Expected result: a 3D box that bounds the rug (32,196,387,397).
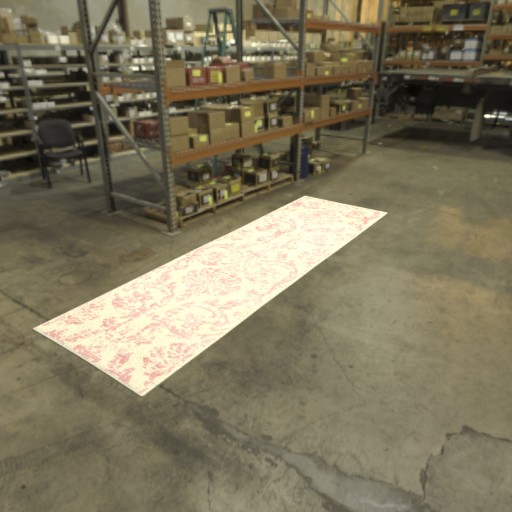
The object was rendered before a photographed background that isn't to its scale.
[{"bbox_3d":[0.000,0.000,2.432,0.662,0.011,2.196,17,30,32],"label":"rug"}]
